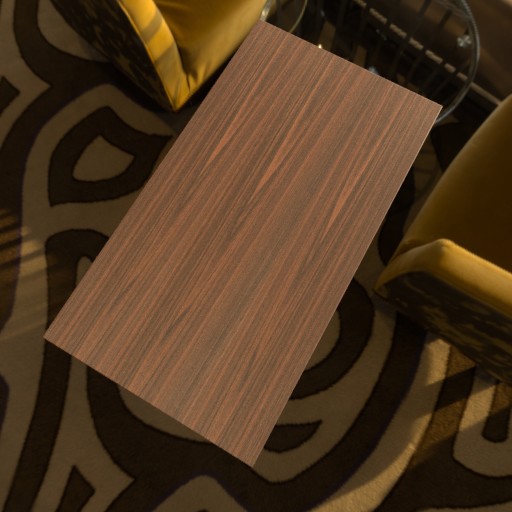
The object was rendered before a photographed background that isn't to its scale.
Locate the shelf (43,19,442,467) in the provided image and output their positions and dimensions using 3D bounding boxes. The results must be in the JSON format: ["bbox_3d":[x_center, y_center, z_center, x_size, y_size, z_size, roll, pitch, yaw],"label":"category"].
[{"bbox_3d":[0.000,0.000,1.341,0.498,0.750,0.902,29,77,7],"label":"shelf"}]
